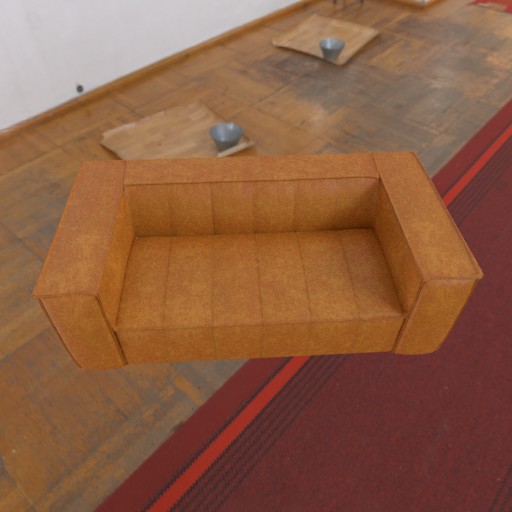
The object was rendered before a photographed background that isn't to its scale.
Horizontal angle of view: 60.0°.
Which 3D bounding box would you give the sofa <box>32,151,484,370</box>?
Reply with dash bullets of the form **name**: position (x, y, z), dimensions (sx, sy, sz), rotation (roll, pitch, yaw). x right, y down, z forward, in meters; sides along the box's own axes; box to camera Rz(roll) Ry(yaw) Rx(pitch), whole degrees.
- **sofa**: position (0.000, 0.000, 2.593), dimensions (2.088, 0.703, 1.102), rotation (-2, 46, -2)
